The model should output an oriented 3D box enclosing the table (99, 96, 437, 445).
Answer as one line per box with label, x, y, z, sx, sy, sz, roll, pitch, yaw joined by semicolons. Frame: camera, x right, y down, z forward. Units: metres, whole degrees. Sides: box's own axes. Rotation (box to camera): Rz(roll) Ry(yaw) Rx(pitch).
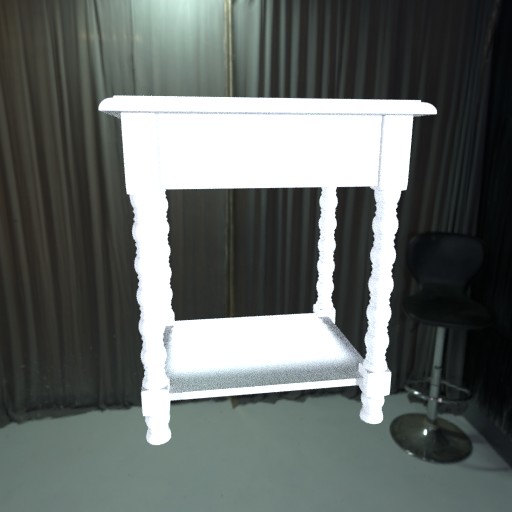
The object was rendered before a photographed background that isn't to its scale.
table;0.000;0.000;0.836;0.460;0.531;0.381;-2;14;-8
